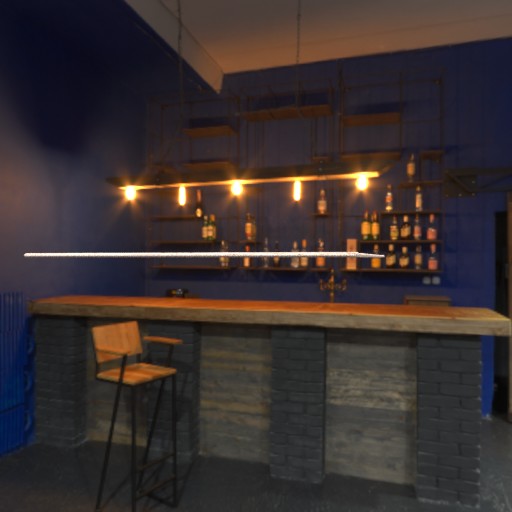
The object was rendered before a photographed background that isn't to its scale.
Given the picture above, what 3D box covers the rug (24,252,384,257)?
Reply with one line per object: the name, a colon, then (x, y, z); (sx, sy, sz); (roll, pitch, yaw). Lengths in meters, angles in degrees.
rug: (0.000, 0.000, 2.319); (1.225, 0.015, 1.840); (0, 0, 18)
